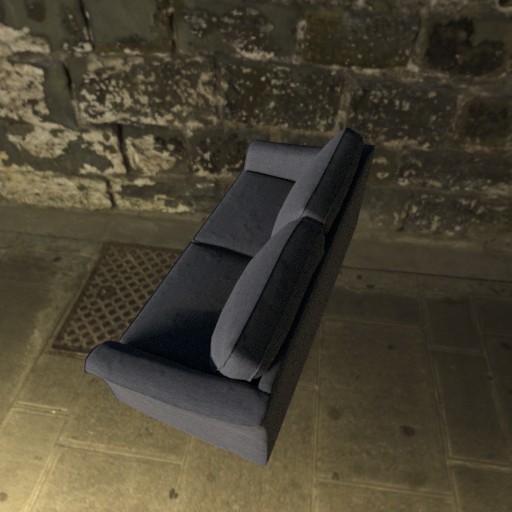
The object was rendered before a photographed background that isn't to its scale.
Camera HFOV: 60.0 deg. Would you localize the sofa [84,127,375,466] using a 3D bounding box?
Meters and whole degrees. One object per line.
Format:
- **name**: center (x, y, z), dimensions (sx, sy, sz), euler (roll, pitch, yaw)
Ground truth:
- **sofa**: center (0.000, 0.000, 2.820), dimensions (0.971, 0.950, 2.270), euler (17, 49, 15)
